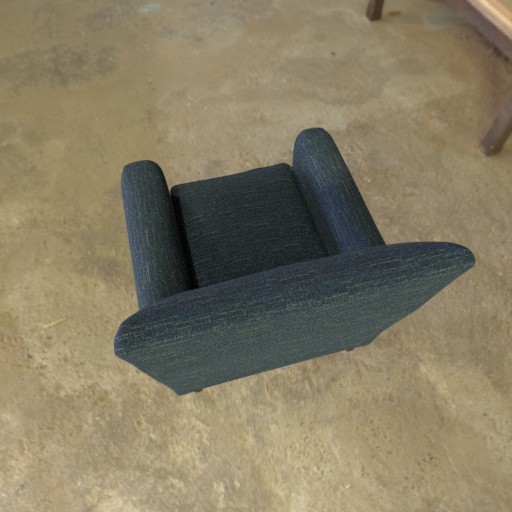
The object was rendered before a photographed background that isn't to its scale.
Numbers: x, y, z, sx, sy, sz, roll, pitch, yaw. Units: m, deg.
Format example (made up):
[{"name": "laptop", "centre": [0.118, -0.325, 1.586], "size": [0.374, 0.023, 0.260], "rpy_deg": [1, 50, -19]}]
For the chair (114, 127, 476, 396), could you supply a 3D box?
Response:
[{"name": "chair", "centre": [0.000, 0.000, 1.596], "size": [0.864, 0.928, 0.873], "rpy_deg": [-13, 59, -8]}]
